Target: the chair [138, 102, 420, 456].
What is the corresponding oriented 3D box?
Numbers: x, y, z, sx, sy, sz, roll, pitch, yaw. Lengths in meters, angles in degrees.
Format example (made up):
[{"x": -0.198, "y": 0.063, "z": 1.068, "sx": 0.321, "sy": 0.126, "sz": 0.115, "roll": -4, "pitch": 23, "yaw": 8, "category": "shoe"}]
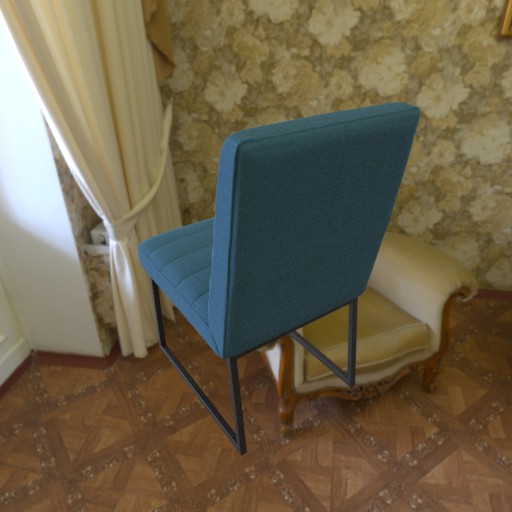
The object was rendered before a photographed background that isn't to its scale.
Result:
[{"x": 0.000, "y": 0.000, "z": 1.331, "sx": 0.520, "sy": 0.930, "sz": 0.634, "roll": -20, "pitch": 36, "yaw": -30, "category": "chair"}]
